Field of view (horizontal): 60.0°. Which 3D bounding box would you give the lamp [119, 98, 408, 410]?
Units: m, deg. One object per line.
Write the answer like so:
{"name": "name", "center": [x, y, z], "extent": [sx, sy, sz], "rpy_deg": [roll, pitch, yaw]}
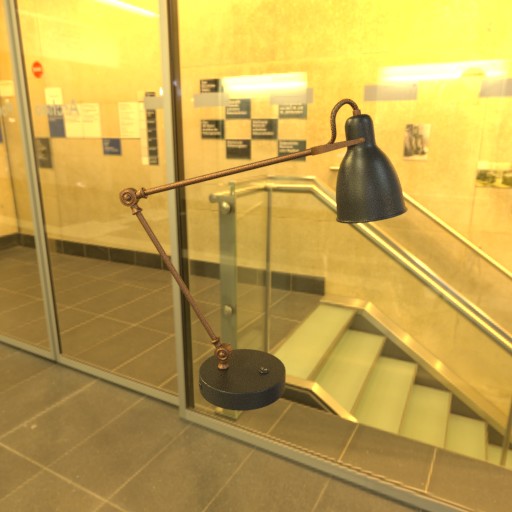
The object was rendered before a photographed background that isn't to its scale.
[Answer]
{"name": "lamp", "center": [0.000, 0.000, 0.883], "extent": [0.561, 0.587, 0.187], "rpy_deg": [3, 16, 9]}
